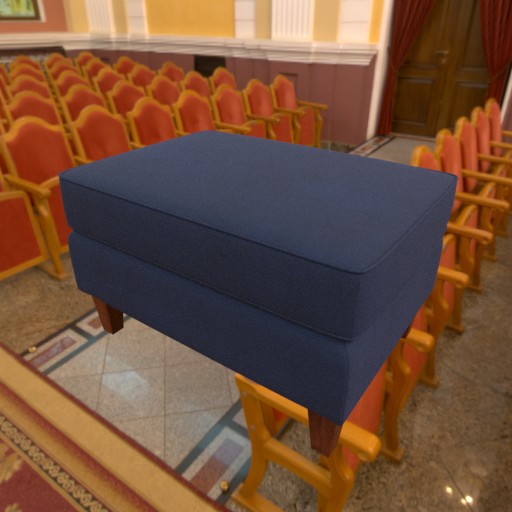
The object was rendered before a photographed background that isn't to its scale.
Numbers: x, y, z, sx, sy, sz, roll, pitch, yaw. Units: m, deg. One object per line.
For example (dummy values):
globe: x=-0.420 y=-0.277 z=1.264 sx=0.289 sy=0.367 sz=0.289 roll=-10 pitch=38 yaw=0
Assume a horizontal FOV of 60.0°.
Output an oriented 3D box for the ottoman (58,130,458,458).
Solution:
ottoman: x=0.000 y=0.000 z=1.371 sx=0.965 sy=0.584 sz=0.686 roll=19 pitch=34 yaw=31
